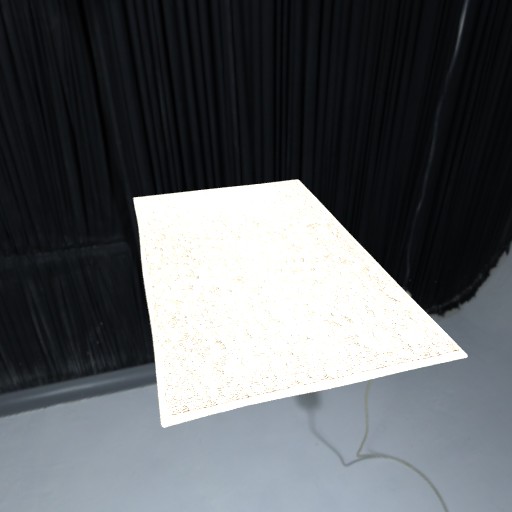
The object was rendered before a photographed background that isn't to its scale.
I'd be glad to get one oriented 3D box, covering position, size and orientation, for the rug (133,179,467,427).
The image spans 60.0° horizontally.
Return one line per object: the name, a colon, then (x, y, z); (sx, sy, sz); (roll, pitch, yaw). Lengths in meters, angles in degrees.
rug: (0.000, 0.000, 3.042); (1.529, 0.012, 2.435); (-9, 33, -14)
